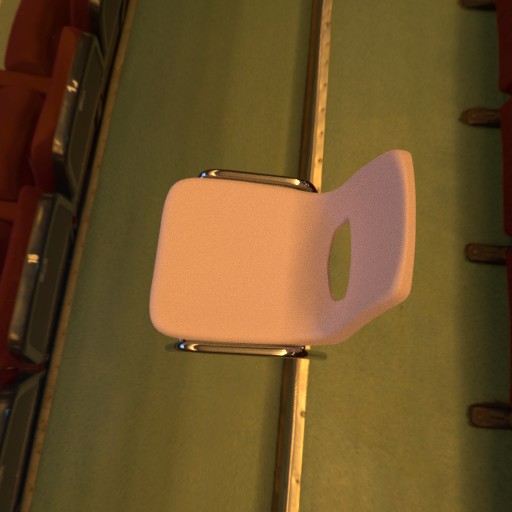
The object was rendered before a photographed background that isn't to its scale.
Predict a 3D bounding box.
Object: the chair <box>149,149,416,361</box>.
[{"bbox_3d":[0.000,0.000,0.791,0.385,0.537,0.354,5,76,1],"label":"chair"}]
